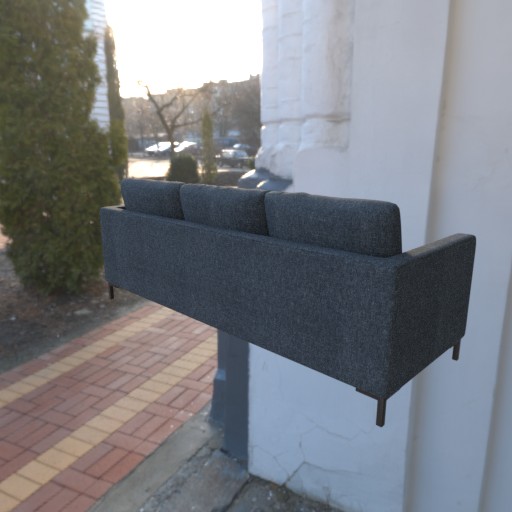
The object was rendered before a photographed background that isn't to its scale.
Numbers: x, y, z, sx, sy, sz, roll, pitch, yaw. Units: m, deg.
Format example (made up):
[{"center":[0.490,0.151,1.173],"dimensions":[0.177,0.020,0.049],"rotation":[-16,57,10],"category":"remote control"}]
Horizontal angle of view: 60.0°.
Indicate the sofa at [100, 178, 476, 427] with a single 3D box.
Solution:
[{"center":[0.000,0.000,2.664],"dimensions":[2.218,0.874,0.859],"rotation":[13,19,43],"category":"sofa"}]
